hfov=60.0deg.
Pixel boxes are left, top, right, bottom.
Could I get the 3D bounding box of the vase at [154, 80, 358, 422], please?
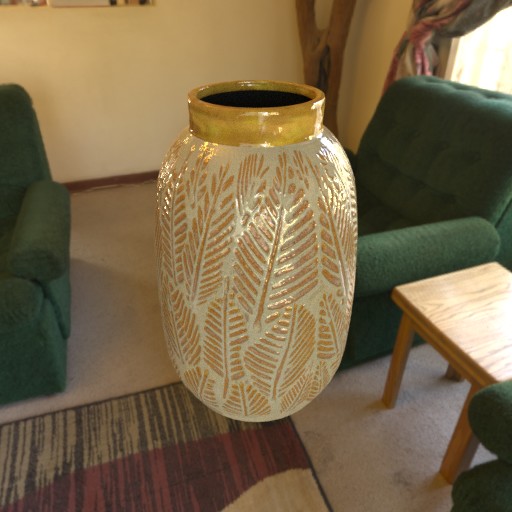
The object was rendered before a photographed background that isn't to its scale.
[{"bbox_3d":[0.000,0.000,0.382,0.172,0.270,0.172,0,32,0],"label":"vase"}]
